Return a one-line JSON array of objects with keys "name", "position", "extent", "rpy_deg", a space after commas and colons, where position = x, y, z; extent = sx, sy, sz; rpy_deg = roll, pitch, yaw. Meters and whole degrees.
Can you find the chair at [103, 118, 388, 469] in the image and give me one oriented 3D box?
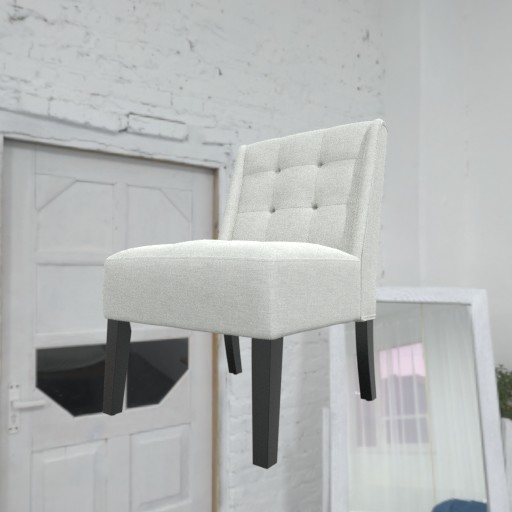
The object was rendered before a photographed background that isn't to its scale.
[{"name": "chair", "position": [0.000, 0.000, 1.292], "extent": [0.569, 0.853, 0.676], "rpy_deg": [0, -1, 37]}]
